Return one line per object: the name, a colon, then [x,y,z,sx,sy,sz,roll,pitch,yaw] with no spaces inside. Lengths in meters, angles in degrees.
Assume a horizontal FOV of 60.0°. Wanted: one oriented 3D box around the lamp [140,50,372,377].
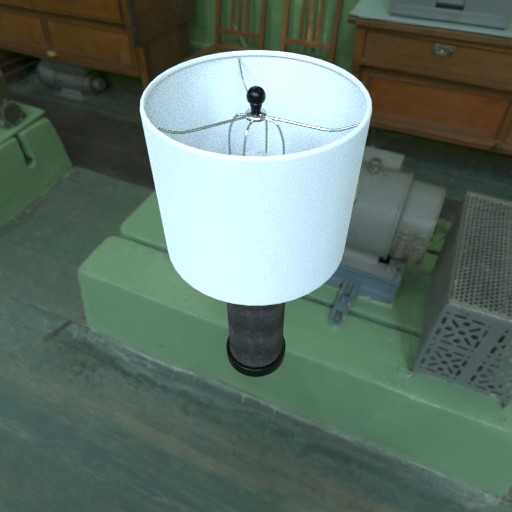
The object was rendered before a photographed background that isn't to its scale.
lamp: [0.000,0.000,0.808,0.305,0.634,0.305,16,48,15]
